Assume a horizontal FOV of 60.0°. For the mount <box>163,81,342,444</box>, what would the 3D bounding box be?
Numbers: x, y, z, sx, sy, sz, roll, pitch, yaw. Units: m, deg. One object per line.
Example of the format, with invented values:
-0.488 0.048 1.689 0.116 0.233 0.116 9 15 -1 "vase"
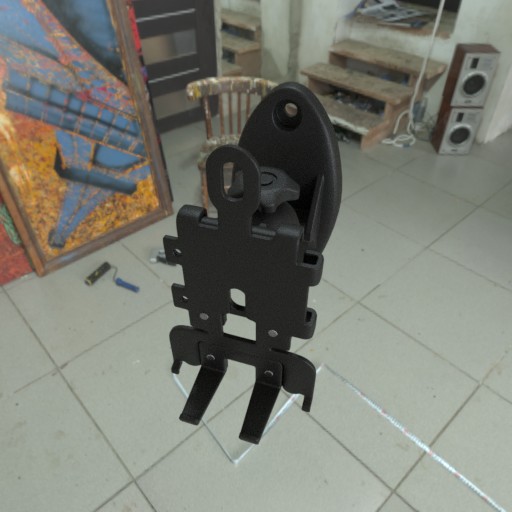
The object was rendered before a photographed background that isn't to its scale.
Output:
0.000 0.000 0.181 0.066 0.118 0.100 12 42 14 "mount"
